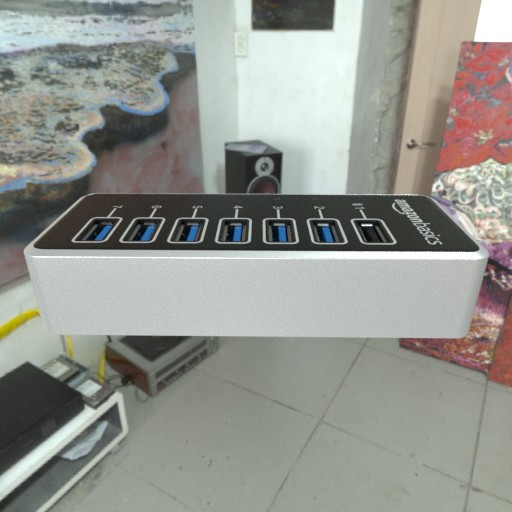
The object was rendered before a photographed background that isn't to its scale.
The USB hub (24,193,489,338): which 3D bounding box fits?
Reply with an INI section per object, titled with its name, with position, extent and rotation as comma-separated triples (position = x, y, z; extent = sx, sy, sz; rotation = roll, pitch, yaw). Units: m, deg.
[USB hub]
position = 0.000, 0.000, 0.126
extent = 0.110, 0.023, 0.044
rotation = 0, 27, 1
